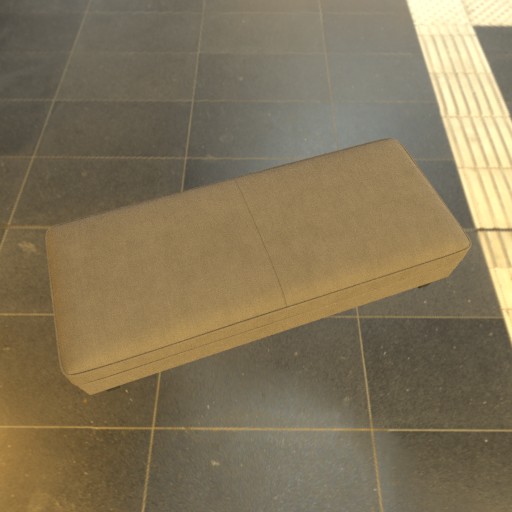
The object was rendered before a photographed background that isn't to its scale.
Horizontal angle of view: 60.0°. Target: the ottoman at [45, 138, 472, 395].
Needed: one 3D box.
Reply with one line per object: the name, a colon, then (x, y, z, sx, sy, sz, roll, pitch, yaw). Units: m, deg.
ottoman: (0.000, 0.000, 2.077, 1.764, 0.470, 0.751, -17, 60, -10)
